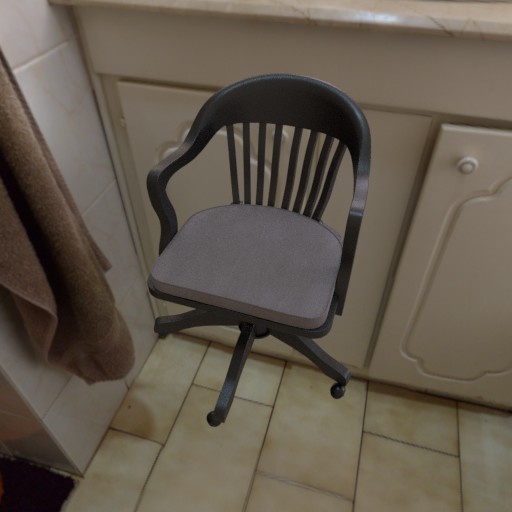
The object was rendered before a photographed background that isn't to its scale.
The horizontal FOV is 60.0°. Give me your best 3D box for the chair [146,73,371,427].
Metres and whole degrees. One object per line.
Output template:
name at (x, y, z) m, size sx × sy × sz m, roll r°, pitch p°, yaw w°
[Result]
chair at (0.000, 0.000, 1.426) m, size 0.750 × 0.878 × 0.788 m, roll 13°, pitch 45°, yaw 13°
